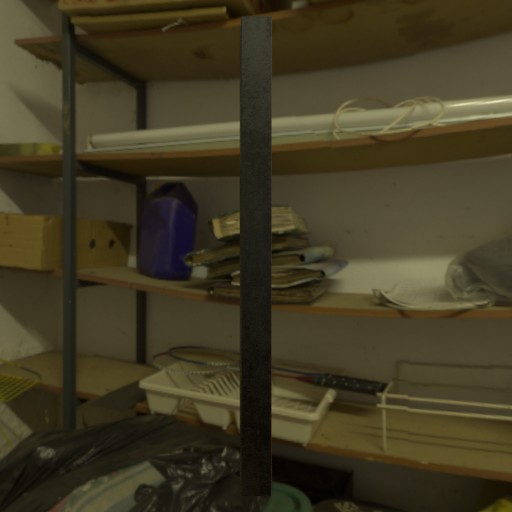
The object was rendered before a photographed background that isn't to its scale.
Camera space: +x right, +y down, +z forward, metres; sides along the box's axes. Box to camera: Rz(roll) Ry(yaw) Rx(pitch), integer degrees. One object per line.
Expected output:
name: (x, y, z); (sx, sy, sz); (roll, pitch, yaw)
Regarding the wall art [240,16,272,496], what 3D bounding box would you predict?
wall art: (0.000, 0.000, 0.579); (0.031, 0.457, 0.313); (0, 0, 0)
